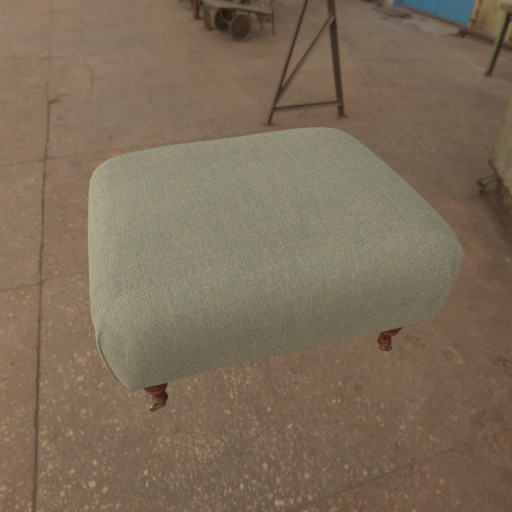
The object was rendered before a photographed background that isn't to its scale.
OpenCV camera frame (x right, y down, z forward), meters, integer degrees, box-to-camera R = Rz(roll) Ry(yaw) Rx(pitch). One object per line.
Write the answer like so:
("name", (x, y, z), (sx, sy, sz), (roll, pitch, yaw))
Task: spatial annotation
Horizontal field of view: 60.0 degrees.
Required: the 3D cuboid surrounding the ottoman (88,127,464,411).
("ottoman", (0.000, 0.000, 1.101), (0.747, 0.450, 0.622), (-11, 41, -13))
